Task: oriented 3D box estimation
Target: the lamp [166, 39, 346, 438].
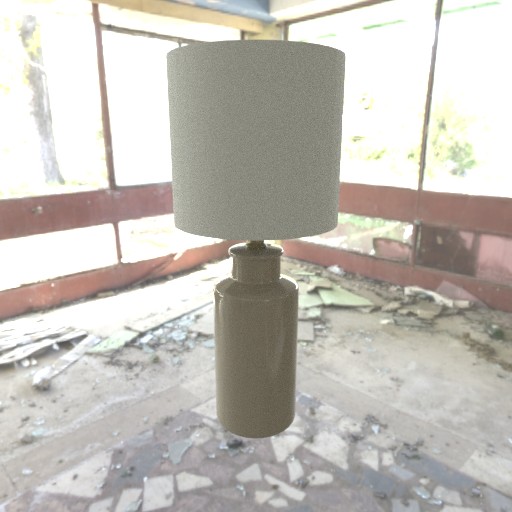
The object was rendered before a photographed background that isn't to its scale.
[{"bbox_3d":[0.000,0.000,0.596,0.212,0.493,0.212,-2,16,-9],"label":"lamp"}]
